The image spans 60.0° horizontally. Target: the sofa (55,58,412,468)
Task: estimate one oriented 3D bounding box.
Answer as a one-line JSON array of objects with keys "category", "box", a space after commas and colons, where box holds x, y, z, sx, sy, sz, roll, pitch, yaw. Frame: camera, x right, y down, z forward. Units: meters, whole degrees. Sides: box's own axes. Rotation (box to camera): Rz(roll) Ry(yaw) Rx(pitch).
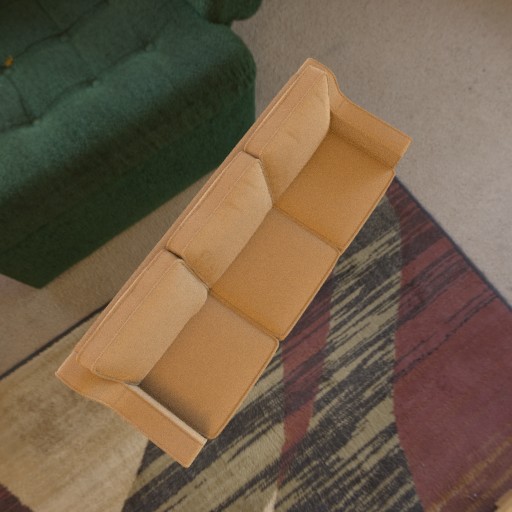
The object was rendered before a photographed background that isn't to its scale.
[{"category": "sofa", "box": [0.000, 0.000, 2.486, 0.791, 0.902, 2.131, 34, 77, 9]}]
